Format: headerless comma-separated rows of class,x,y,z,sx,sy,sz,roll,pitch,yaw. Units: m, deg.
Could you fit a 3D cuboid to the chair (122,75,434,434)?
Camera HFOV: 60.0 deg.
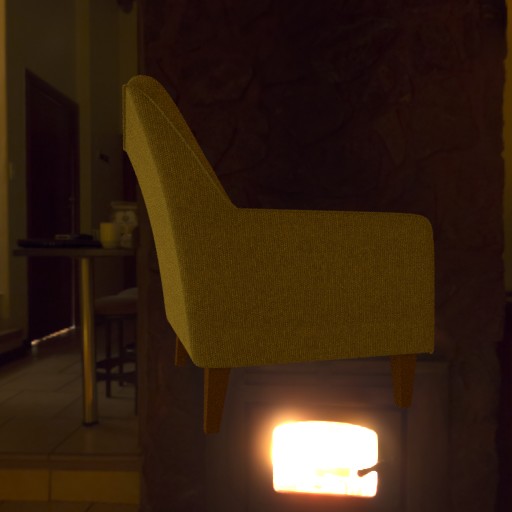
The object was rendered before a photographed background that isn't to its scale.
chair,0.000,0.000,1.570,0.899,0.919,0.780,0,1,-16
